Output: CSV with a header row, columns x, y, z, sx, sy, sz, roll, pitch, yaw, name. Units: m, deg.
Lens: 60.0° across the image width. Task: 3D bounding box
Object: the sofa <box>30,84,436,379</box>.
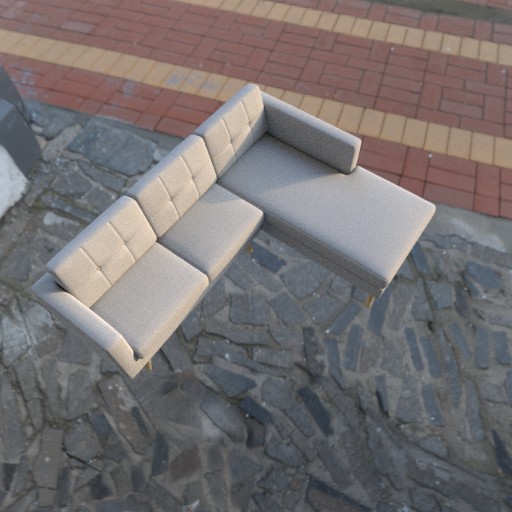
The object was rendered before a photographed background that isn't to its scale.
x,y,z,sx,sy,sz,roll,pitch,yaw,name
0.000,0.000,2.779,1.530,0.860,2.040,32,64,18,sofa
